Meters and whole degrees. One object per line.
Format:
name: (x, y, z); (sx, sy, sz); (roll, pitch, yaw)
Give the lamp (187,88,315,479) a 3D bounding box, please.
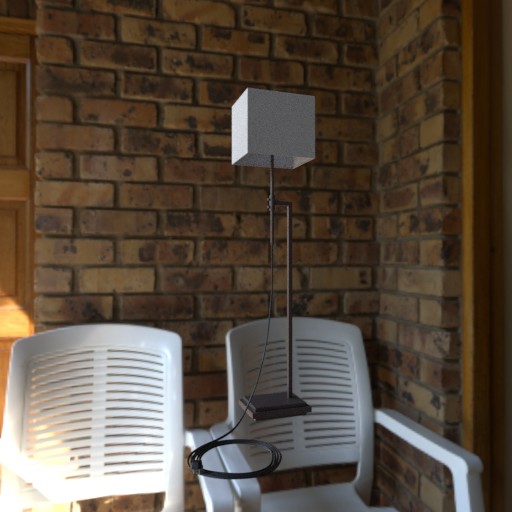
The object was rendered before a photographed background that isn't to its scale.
lamp: (0.000, 0.000, 1.998); (0.698, 1.600, 0.774); (0, 0, -18)
